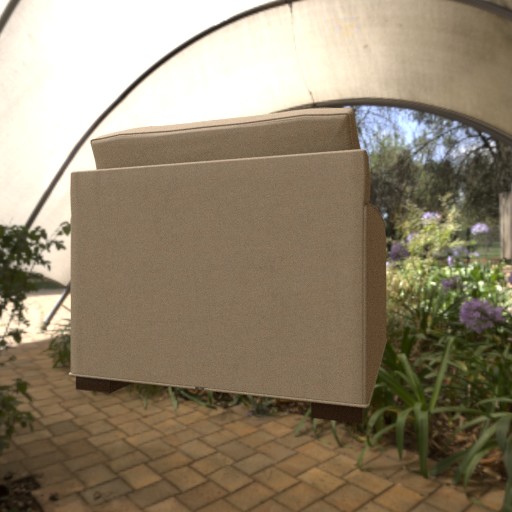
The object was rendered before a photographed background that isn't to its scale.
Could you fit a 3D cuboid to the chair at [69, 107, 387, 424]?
[{"bbox_3d":[0.000,0.000,1.834,0.998,0.913,1.043,0,0,19],"label":"chair"}]
